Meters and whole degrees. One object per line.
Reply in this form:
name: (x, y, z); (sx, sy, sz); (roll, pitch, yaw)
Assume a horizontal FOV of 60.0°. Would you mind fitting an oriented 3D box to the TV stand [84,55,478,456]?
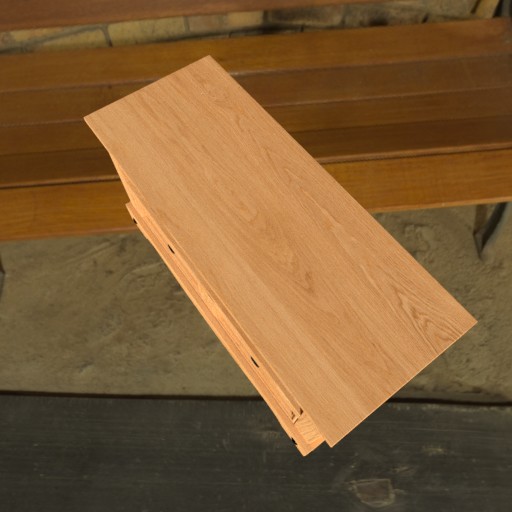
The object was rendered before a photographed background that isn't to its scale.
TV stand: (0.000, 0.000, 1.374); (0.440, 0.550, 1.080); (-34, 68, -15)
